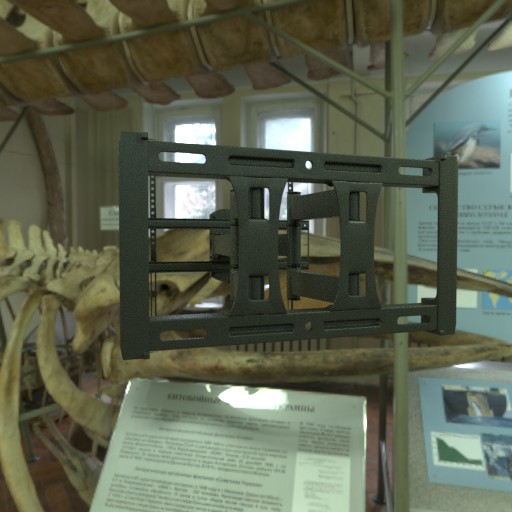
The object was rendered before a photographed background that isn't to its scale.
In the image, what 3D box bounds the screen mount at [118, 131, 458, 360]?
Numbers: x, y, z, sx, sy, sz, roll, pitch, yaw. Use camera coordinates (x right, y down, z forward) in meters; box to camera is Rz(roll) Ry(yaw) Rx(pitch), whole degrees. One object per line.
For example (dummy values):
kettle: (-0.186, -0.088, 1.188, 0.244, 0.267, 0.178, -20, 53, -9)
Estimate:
screen mount: (0.000, 0.000, 0.954, 0.571, 0.424, 0.556, -1, 2, -18)
